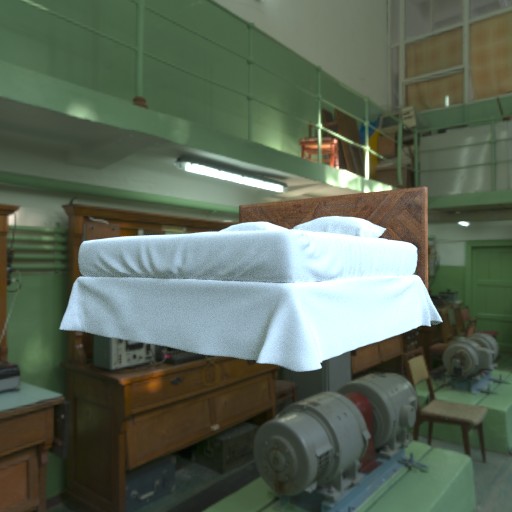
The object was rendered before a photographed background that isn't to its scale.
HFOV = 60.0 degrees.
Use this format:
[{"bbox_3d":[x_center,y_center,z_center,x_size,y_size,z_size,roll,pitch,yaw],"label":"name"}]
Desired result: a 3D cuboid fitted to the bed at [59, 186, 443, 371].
[{"bbox_3d":[0.000,0.000,3.494,2.255,1.158,2.165,-1,-1,38],"label":"bed"}]
